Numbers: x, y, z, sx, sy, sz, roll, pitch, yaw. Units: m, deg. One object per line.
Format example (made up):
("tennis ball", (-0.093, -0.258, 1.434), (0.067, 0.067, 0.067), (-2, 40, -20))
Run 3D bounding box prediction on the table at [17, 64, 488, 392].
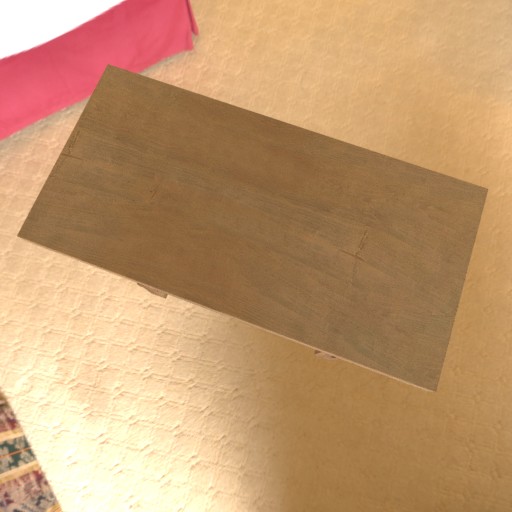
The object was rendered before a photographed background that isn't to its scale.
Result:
("table", (0.000, 0.000, 1.608), (1.119, 0.914, 0.556), (20, 76, 5))
